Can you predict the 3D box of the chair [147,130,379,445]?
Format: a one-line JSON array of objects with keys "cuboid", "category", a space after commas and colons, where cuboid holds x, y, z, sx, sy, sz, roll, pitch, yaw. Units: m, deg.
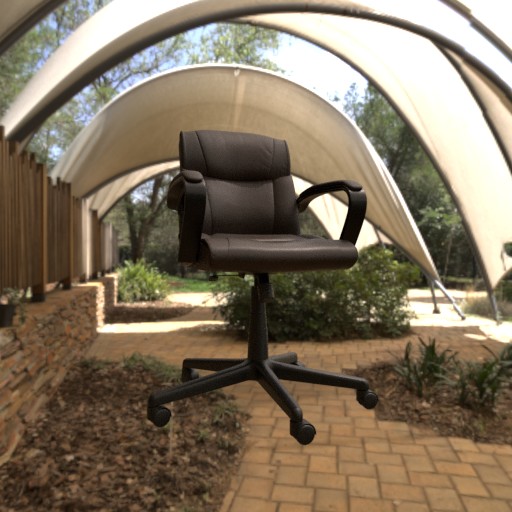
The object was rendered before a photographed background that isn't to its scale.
[{"cuboid": [0.000, 0.000, 1.506, 0.739, 1.004, 0.717, 0, 1, -18], "category": "chair"}]
